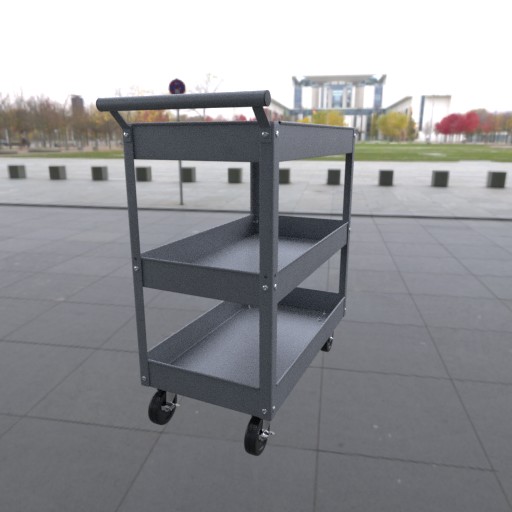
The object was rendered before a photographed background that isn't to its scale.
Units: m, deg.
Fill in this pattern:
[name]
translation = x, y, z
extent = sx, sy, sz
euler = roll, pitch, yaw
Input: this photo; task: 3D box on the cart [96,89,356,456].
[cart]
translation = 0.000, 0.000, 1.214
extent = 0.366, 0.780, 0.719
euler = 7, 16, 24
